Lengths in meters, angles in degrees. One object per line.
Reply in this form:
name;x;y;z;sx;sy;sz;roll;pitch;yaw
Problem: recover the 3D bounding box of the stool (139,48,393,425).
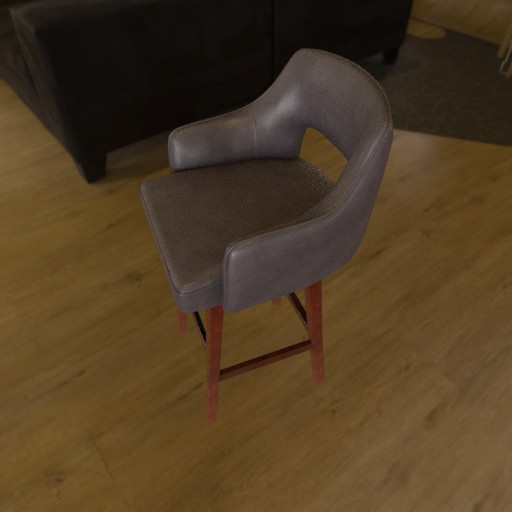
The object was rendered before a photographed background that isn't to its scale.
stool;0.000;0.000;1.331;0.560;1.041;0.550;-16;47;-15
